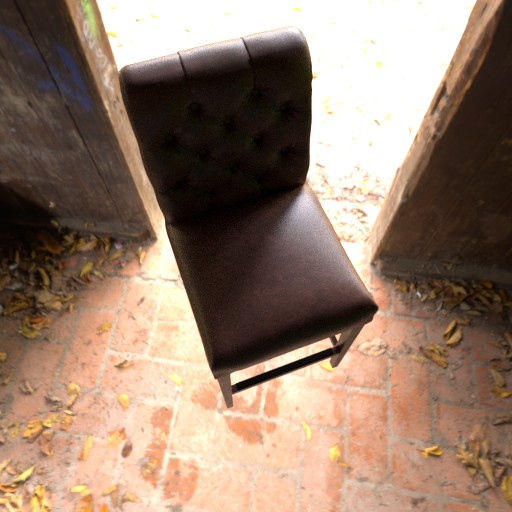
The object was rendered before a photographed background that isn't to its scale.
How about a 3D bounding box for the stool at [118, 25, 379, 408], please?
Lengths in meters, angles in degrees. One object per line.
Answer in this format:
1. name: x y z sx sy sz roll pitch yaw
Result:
1. stool: 0.000 0.000 1.392 0.486 1.084 0.660 -18 64 -9
